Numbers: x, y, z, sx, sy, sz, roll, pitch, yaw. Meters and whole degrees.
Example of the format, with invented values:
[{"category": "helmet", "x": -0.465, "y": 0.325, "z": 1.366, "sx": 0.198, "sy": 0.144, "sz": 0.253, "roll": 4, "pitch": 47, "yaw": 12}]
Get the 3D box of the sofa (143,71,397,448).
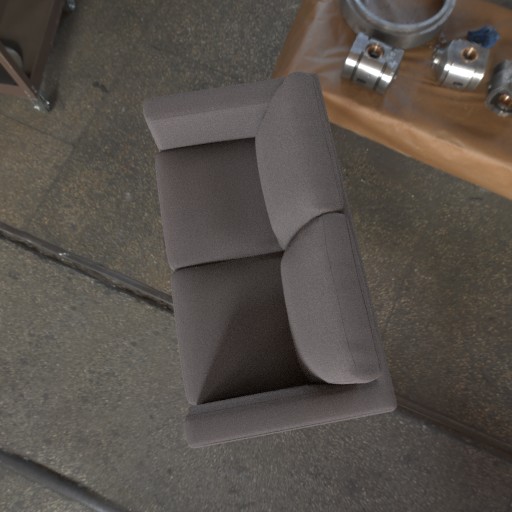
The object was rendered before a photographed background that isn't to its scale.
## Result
[{"category": "sofa", "x": 0.000, "y": 0.000, "z": 1.973, "sx": 0.796, "sy": 0.908, "sz": 1.430, "roll": -10, "pitch": 76, "yaw": -2}]
